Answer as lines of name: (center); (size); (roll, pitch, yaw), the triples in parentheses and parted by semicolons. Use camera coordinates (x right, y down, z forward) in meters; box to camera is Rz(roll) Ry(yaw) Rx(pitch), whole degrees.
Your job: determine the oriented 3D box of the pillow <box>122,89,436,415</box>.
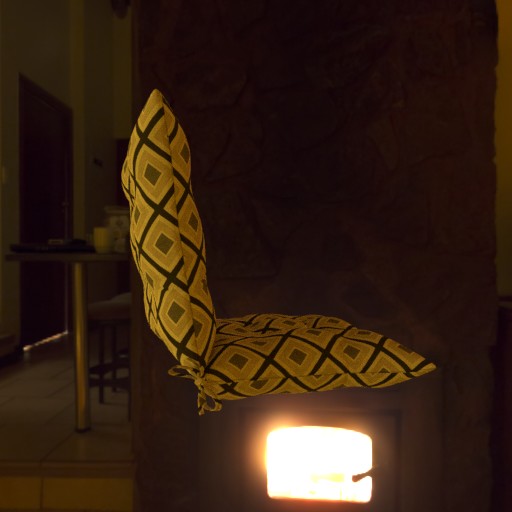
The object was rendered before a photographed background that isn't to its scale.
pillow: (0.000, 0.000, 1.008); (0.585, 0.536, 0.541); (0, 0, -17)
